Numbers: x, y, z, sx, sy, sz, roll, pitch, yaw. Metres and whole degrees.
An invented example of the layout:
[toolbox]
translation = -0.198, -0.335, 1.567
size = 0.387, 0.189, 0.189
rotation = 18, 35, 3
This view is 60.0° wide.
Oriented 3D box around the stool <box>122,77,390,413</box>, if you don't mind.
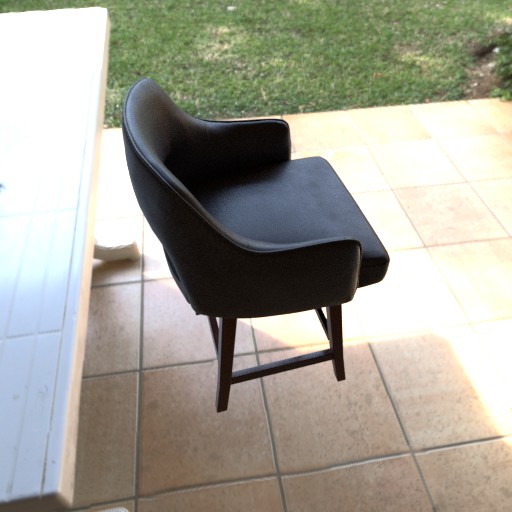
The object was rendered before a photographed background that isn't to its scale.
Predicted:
[stool]
translation = 0.000, 0.000, 1.251
size = 0.560, 0.936, 0.550
rotation = -11, 48, -10
